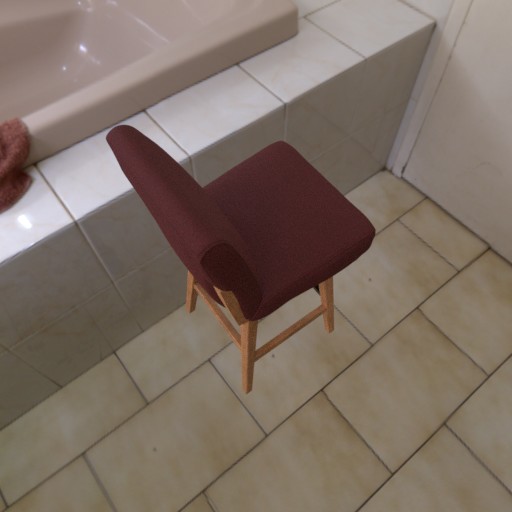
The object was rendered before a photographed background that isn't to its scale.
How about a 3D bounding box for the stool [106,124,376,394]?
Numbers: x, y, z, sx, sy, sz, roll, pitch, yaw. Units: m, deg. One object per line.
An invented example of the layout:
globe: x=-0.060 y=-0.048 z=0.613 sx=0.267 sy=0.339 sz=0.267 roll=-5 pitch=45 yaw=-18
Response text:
stool: x=0.000 y=0.000 z=1.441 sx=0.562 sy=1.093 sz=0.468 roll=-32 pitch=64 yaw=-18
